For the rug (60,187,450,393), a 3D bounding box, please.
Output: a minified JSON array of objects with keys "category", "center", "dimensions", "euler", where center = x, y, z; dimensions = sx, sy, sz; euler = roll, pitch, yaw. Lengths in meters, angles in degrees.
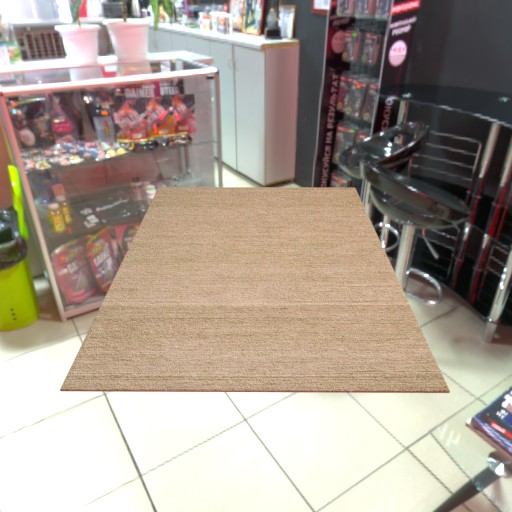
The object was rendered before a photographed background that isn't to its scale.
[{"category":"rug","center":[0.000,0.000,4.108],"dimensions":[2.425,0.016,3.198],"euler":[0,32,0]}]
